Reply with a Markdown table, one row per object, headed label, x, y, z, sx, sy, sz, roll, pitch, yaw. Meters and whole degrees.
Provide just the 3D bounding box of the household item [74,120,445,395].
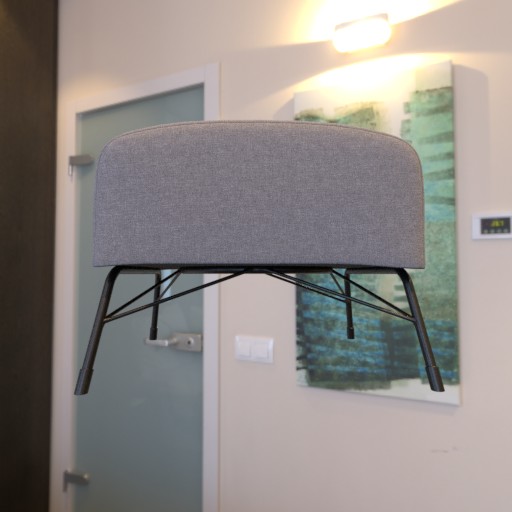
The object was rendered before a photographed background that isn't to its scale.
| label | x | y | z | sx | sy | sz | roll | pitch | yaw |
| --- | --- | --- | --- | --- | --- | --- | --- | --- | --- |
| household item | 0.000 | 0.000 | 0.898 | 0.530 | 0.410 | 0.530 | 0 | -2 | -2 |
